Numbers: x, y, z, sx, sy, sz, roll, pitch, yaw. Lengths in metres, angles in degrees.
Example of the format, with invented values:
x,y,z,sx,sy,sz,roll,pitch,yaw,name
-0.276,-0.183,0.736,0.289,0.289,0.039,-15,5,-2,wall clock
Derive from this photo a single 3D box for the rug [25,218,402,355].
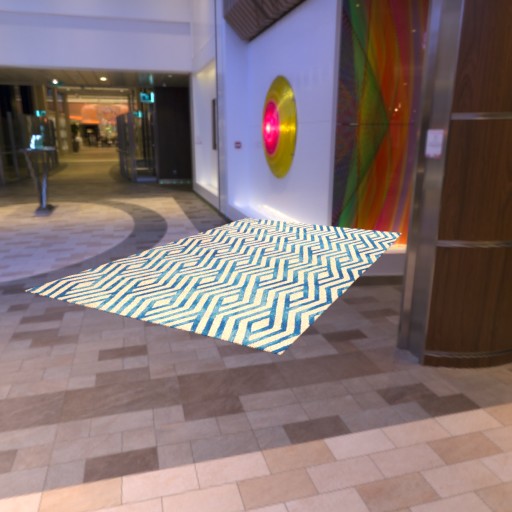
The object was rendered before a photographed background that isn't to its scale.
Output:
x,y,z,sx,sy,sz,roll,pitch,yaw,name
0.000,0.000,3.085,1.531,0.008,2.439,8,17,27,rug
